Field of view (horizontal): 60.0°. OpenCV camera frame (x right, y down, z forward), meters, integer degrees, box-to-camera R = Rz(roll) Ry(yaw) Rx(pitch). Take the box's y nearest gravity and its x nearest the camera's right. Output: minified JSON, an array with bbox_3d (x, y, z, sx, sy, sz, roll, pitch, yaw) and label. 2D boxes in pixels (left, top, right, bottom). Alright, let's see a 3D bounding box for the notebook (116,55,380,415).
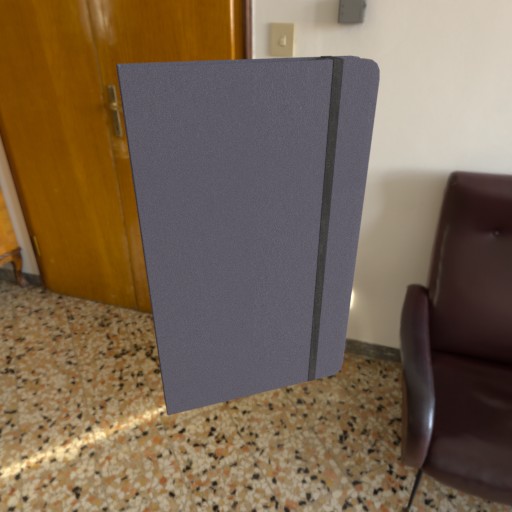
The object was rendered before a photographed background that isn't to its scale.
[{"bbox_3d":[0.000,0.000,0.262,0.127,0.213,0.016,-9,31,-15],"label":"notebook"}]
